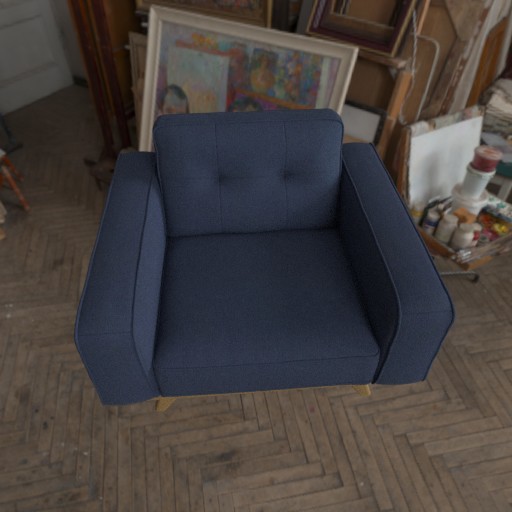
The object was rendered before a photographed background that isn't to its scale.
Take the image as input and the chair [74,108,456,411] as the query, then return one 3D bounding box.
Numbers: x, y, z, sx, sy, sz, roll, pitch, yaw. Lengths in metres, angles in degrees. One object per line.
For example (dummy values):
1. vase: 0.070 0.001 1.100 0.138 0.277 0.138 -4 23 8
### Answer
1. chair: 0.000 0.000 1.685 1.118 0.783 0.953 -3 45 -3
